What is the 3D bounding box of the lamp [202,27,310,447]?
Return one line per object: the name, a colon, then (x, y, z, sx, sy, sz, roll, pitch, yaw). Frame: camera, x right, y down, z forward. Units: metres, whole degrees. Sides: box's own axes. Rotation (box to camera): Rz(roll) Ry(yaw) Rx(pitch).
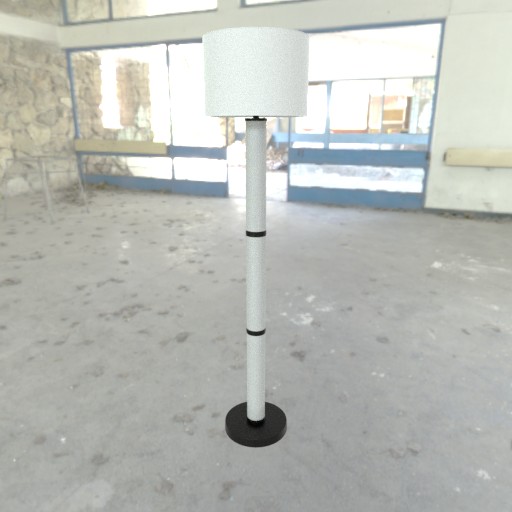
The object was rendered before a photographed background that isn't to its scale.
lamp: (0.000, 0.000, 1.774, 0.377, 1.599, 0.377, 7, 18, 23)
